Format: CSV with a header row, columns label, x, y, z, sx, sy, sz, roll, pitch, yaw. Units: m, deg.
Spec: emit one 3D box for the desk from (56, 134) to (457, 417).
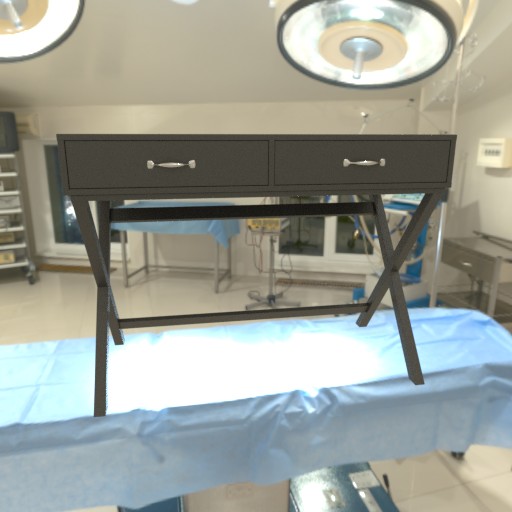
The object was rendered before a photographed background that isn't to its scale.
label,x,y,z,sx,sy,sz,roll,pitch,yaw
desk,0.000,0.000,1.480,1.057,0.780,0.525,-3,15,-10
